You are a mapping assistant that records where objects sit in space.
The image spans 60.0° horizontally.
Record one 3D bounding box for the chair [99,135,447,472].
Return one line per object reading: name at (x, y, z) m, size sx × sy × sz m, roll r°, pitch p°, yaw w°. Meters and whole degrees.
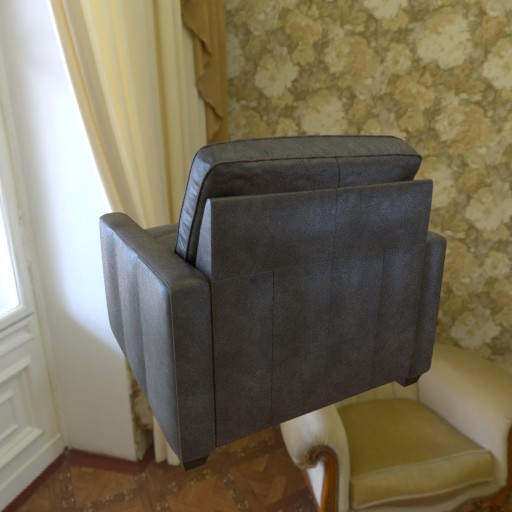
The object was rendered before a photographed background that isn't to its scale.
chair at (0.000, 0.000, 1.697) m, size 1.006 × 0.916 × 0.939 m, roll -9°, pitch 20°, yaw -27°
